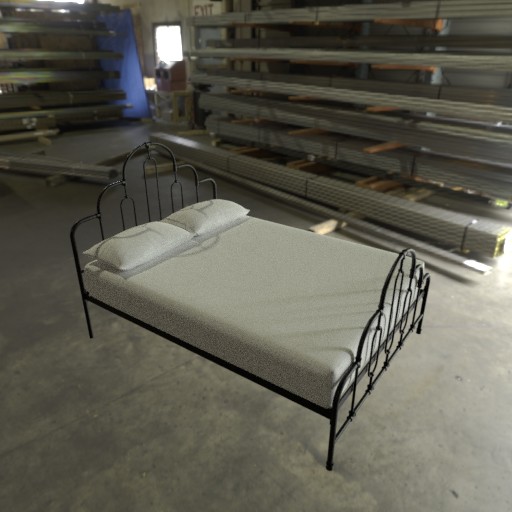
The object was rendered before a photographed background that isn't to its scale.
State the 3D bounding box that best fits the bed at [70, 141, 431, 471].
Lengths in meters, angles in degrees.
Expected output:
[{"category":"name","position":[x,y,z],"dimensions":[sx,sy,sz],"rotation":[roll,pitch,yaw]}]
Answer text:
[{"category":"bed","position":[0.000,0.000,3.310],"dimensions":[2.181,1.444,1.626],"rotation":[17,30,32]}]
